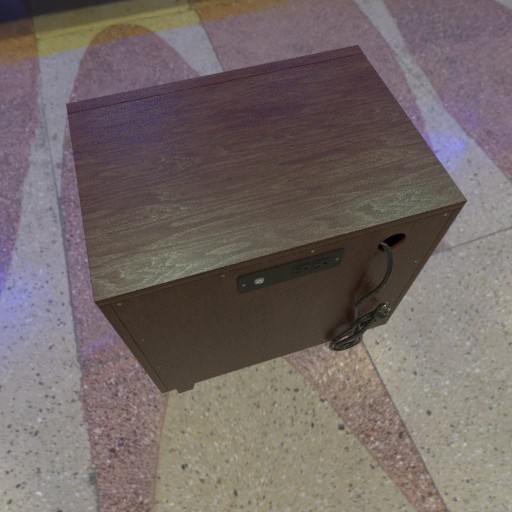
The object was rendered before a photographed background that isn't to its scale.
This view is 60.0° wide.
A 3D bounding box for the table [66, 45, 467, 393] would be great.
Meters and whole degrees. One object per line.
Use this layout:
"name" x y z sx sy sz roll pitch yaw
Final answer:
"table" 0.000 0.000 0.972 0.557 0.609 0.449 -15 60 -9
